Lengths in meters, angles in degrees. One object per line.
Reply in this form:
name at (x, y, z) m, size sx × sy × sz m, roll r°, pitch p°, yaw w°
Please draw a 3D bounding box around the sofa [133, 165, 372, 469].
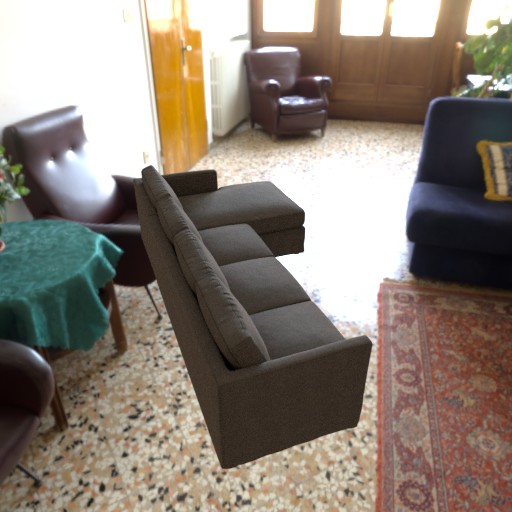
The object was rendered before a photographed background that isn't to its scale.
sofa at (0.000, 0.000, 3.905) m, size 1.650 × 0.922 × 3.205 m, roll -11°, pitch 32°, yaw -18°
